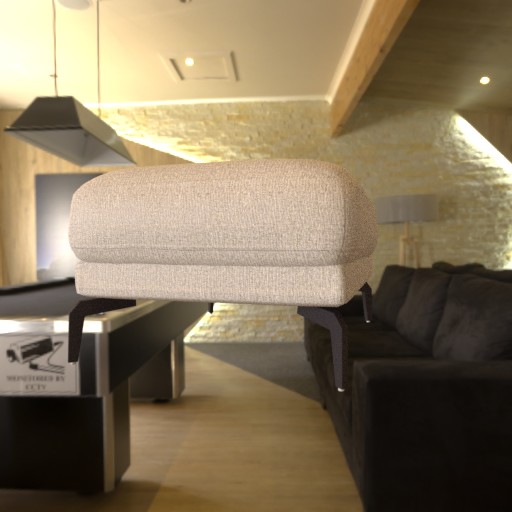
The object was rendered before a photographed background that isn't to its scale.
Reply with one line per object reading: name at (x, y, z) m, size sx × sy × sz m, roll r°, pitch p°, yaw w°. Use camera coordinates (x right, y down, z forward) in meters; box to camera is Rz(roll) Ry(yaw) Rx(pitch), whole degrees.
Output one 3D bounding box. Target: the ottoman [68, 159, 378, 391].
ottoman at (0.000, 0.000, 1.117) m, size 0.568 × 0.420 × 0.772 m, roll 0°, pitch 1°, yaw 18°
